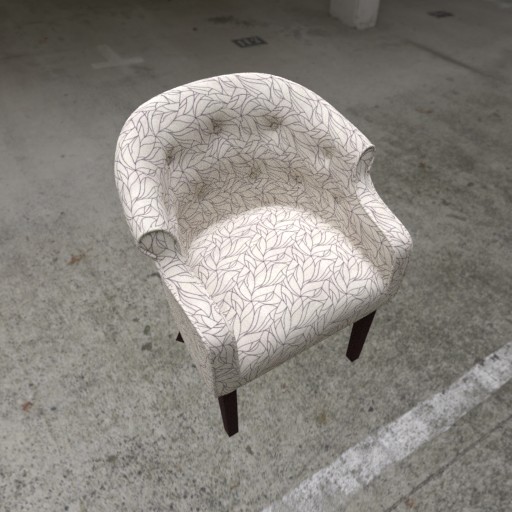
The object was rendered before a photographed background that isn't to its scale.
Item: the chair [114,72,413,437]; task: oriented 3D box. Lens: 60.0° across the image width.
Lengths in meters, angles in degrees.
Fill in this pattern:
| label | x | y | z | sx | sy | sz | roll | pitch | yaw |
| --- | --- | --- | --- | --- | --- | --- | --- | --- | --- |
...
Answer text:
| label | x | y | z | sx | sy | sz | roll | pitch | yaw |
| --- | --- | --- | --- | --- | --- | --- | --- | --- | --- |
| chair | 0.000 | 0.000 | 1.308 | 0.686 | 0.858 | 0.613 | -24 | 50 | -22 |
